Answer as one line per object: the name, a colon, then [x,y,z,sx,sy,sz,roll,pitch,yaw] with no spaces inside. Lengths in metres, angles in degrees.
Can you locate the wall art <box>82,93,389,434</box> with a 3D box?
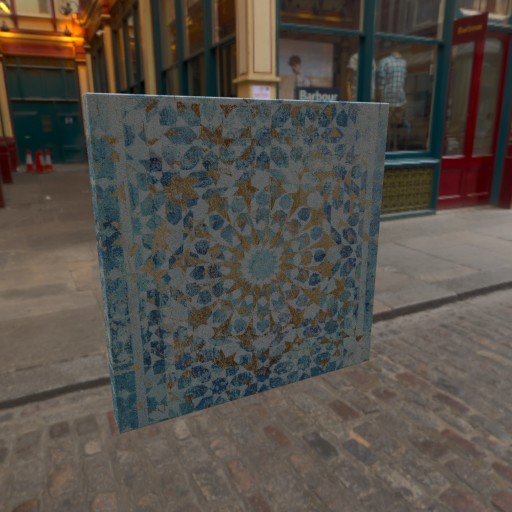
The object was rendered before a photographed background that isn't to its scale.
wall art: [0.000,0.000,0.608,0.405,0.405,0.037,-8,18,-26]
